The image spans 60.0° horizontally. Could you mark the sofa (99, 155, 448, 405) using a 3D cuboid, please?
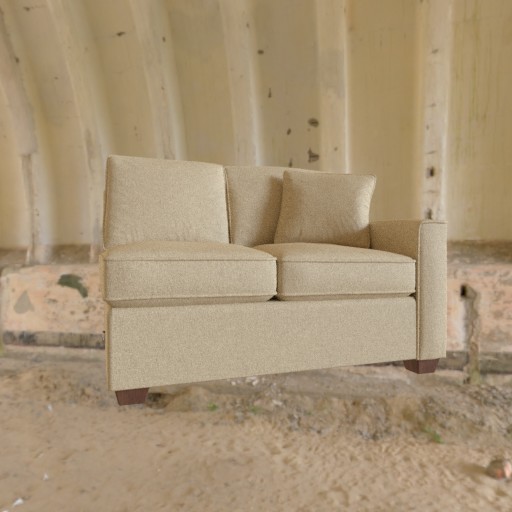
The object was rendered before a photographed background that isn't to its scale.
[{"bbox_3d":[0.000,0.000,2.073,1.388,0.989,0.991,0,0,-19],"label":"sofa"}]
